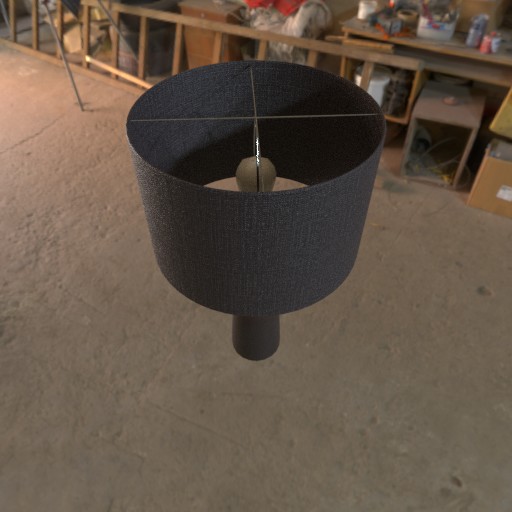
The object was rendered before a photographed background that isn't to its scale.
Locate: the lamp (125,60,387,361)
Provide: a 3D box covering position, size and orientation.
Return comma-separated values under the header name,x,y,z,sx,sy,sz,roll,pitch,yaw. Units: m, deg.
name,x,y,z,sx,sy,sz,roll,pitch,yaw
lamp,0.000,0.000,0.700,0.303,0.488,0.303,0,46,0
